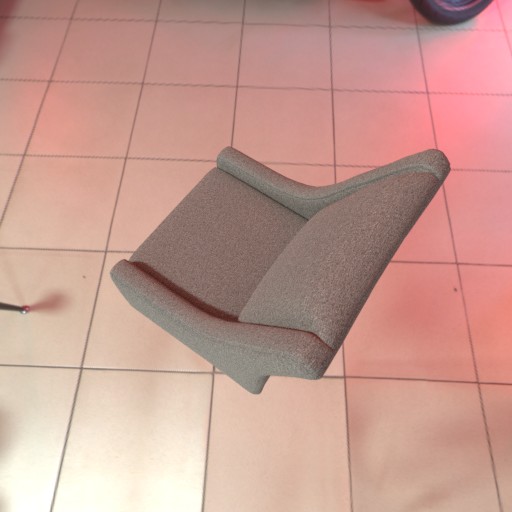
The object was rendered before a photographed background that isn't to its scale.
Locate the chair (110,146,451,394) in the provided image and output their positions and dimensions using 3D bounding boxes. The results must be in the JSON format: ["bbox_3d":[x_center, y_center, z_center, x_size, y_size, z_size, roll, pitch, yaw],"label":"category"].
[{"bbox_3d":[0.000,0.000,1.670,0.870,1.016,0.774,32,68,15],"label":"chair"}]
